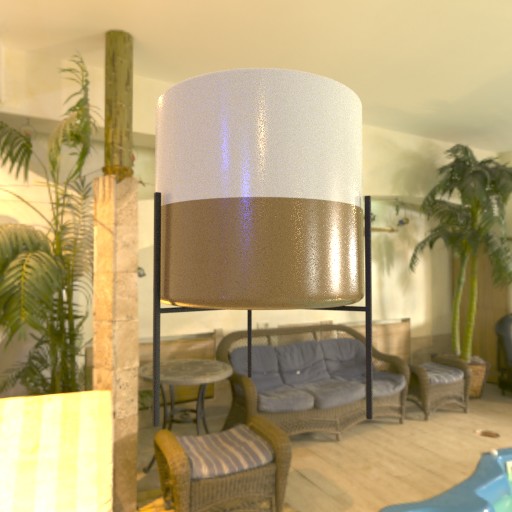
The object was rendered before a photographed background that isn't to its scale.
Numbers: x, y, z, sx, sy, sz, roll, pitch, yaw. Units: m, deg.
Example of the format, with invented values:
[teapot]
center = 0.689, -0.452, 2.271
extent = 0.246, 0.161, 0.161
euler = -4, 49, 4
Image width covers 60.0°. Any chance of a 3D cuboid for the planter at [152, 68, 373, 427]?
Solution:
[planter]
center = 0.000, 0.000, 0.658
extent = 0.310, 0.432, 0.310
euler = 1, -2, -20
